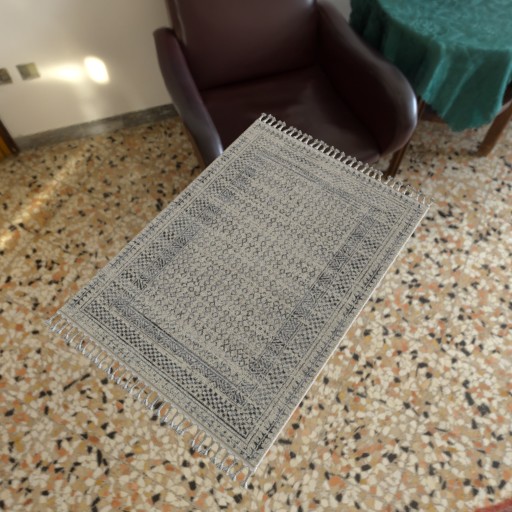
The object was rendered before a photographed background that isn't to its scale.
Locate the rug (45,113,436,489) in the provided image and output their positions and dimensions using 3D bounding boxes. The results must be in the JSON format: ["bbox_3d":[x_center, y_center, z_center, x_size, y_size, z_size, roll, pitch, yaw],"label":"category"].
[{"bbox_3d":[0.000,0.000,2.367,1.243,0.013,1.872,32,64,18],"label":"rug"}]
